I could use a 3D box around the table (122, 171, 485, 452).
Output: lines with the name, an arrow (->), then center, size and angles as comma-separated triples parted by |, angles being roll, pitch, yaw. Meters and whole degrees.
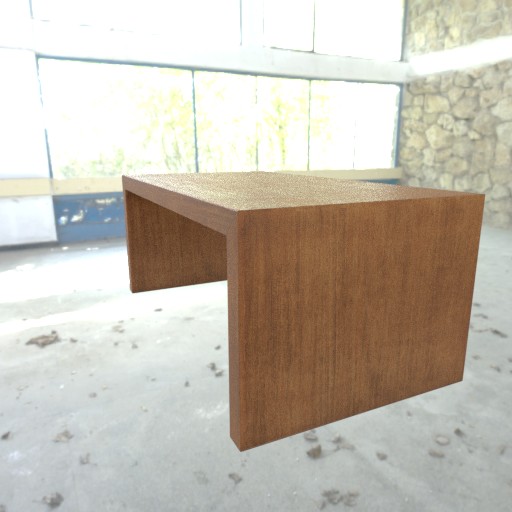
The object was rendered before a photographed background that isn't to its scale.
table -> 0.000, 0.000, 1.267 | 0.549, 0.419, 1.000 | -7, 15, -25
